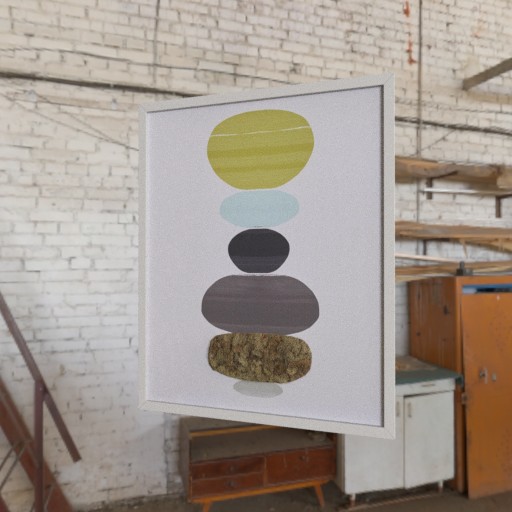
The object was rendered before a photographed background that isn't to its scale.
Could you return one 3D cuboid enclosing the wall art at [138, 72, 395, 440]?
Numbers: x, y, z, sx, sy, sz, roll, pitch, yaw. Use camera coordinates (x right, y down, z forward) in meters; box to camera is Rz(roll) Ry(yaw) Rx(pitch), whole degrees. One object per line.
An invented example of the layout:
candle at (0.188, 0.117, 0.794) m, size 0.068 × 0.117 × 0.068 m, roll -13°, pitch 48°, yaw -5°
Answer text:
wall art at (0.000, 0.000, 1.023) m, size 0.611 × 0.763 × 0.055 m, roll 0°, pitch 0°, yaw 18°
